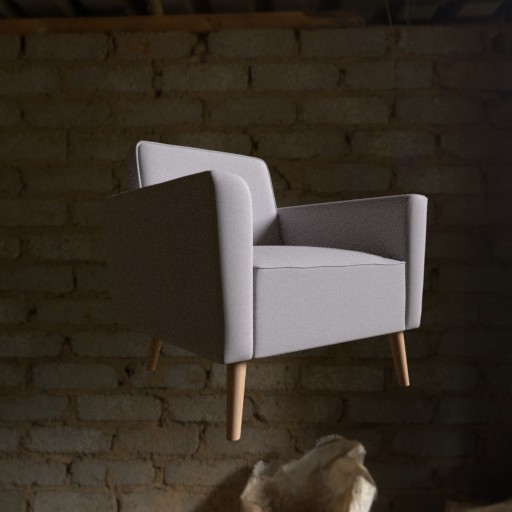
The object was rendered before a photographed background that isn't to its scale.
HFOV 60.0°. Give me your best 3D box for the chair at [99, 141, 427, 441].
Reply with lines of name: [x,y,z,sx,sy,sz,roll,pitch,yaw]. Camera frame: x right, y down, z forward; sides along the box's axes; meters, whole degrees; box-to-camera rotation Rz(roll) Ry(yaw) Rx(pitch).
chair: [0.000,0.000,1.420,0.780,0.780,0.750,-1,2,-37]
